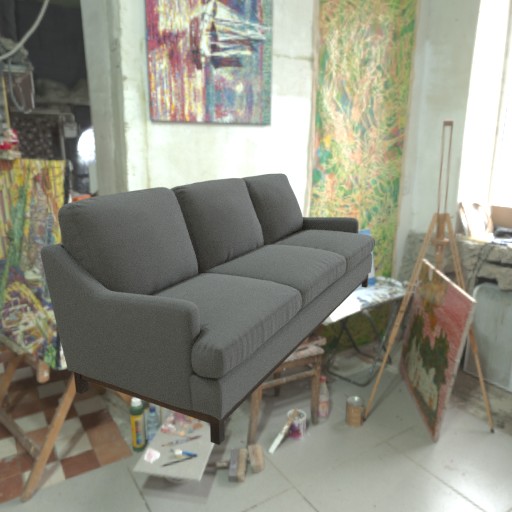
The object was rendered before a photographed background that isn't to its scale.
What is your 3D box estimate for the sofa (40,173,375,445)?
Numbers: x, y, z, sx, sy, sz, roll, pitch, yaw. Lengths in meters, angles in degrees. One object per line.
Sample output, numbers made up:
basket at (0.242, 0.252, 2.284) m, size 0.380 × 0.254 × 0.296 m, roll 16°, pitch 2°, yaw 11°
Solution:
sofa at (0.000, 0.000, 2.817) m, size 0.987 × 0.926 × 2.344 m, roll 8°, pitch 16°, yaw 27°
